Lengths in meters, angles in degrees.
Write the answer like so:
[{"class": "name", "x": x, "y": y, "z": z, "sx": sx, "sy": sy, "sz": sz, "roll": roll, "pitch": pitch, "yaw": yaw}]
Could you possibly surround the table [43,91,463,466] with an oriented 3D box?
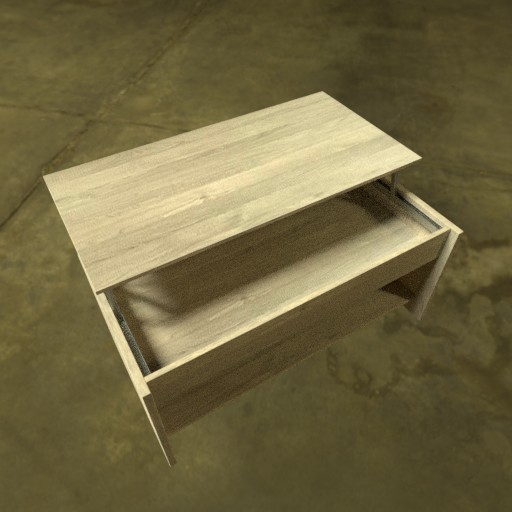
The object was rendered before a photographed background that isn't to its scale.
[{"class": "table", "x": 0.000, "y": 0.000, "z": 1.447, "sx": 1.000, "sy": 0.570, "sz": 0.712, "roll": -24, "pitch": 51, "yaw": -21}]
